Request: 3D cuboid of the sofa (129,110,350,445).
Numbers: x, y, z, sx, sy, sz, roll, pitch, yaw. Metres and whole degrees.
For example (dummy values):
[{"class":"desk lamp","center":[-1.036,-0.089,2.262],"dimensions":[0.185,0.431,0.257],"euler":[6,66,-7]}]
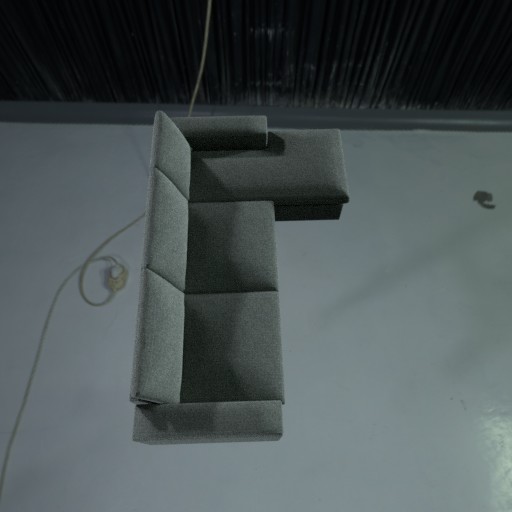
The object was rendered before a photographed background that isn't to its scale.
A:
[{"class":"sofa","center":[0.000,0.000,3.566],"dimensions":[1.689,0.940,2.718],"euler":[-2,64,-1]}]
